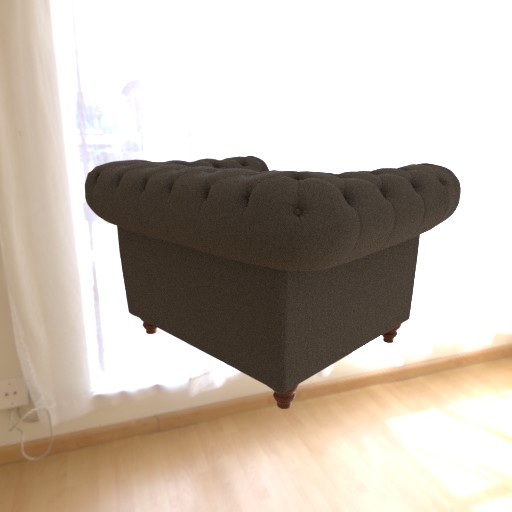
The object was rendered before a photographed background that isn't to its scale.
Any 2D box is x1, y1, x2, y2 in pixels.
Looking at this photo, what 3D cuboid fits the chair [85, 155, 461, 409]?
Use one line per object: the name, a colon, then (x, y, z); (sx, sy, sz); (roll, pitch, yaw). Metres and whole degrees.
chair: (0.000, 0.000, 1.836); (0.976, 0.770, 1.270); (-14, 20, -43)
